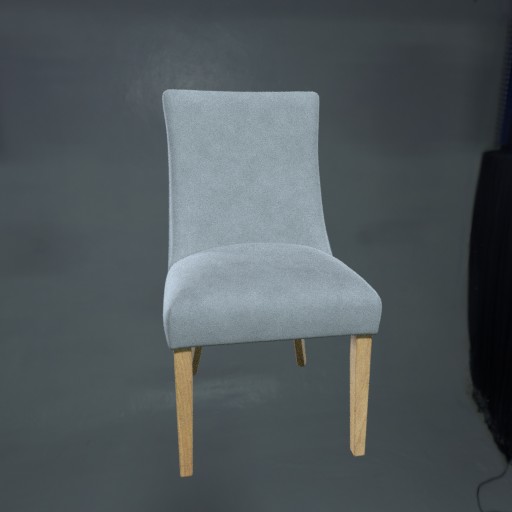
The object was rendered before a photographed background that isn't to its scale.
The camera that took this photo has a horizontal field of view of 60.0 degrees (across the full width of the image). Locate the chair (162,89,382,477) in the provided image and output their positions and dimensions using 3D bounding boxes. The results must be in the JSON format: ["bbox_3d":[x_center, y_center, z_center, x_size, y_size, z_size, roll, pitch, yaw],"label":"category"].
[{"bbox_3d":[0.000,0.000,1.222,0.495,0.902,0.610,-3,16,-9],"label":"chair"}]
